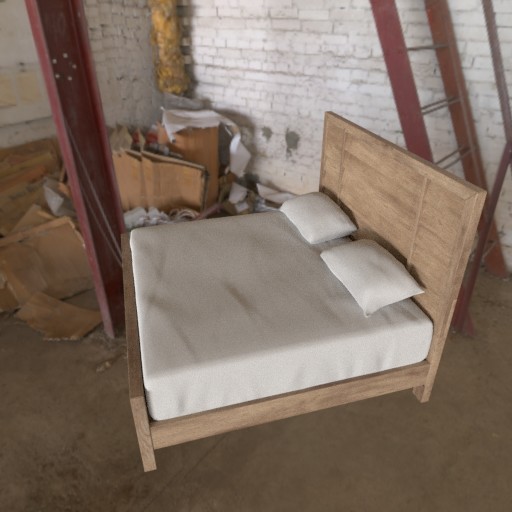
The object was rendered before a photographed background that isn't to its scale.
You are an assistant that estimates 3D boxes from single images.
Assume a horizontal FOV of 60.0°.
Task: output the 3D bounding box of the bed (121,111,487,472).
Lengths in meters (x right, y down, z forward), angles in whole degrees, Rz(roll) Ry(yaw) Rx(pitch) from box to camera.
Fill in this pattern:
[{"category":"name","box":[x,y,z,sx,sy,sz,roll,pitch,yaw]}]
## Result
[{"category":"bed","box":[0.000,0.000,3.410,2.032,1.626,2.032,-8,31,-14]}]
